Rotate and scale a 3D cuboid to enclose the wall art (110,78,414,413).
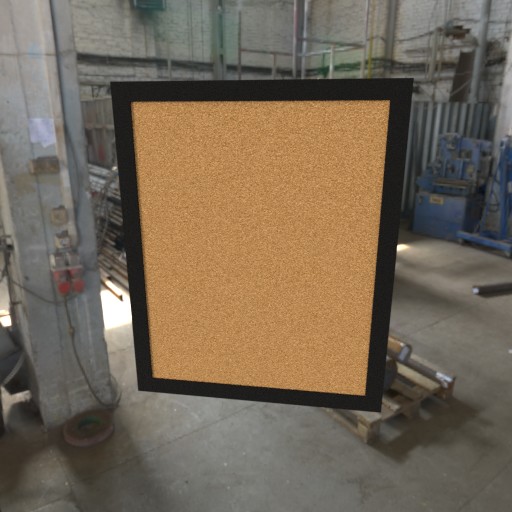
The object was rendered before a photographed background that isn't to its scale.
[{"bbox_3d":[0.000,0.000,0.757,0.457,0.559,0.029,3,17,8],"label":"wall art"}]
